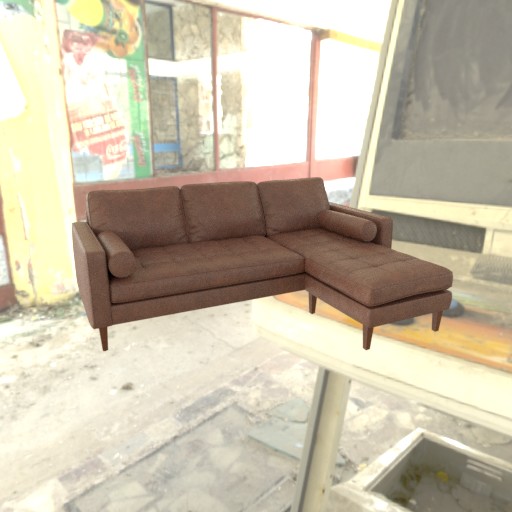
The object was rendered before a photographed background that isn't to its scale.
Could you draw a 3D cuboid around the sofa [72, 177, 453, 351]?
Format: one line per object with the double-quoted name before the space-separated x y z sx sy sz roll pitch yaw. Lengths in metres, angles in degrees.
"sofa" 0.000 0.000 2.970 2.185 0.841 1.613 -8 18 -25
